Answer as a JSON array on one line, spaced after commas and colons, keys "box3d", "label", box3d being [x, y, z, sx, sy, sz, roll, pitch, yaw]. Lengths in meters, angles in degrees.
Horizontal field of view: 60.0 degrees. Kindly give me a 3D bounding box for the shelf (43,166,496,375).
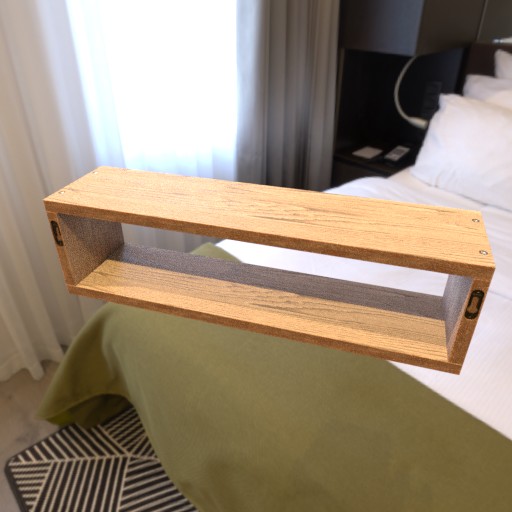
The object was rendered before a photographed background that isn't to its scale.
[{"box3d": [0.000, 0.000, 0.679, 0.610, 0.170, 0.150, 9, 33, 15], "label": "shelf"}]
